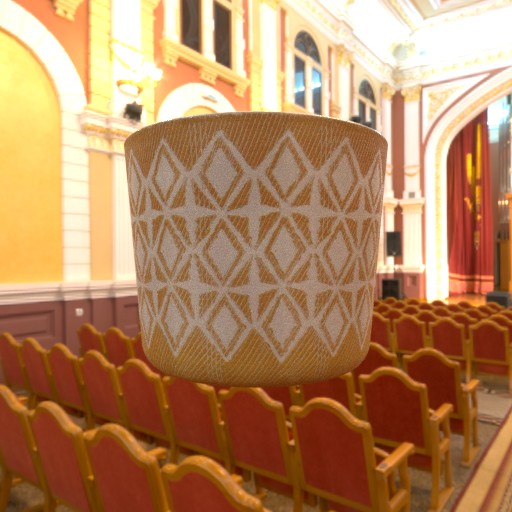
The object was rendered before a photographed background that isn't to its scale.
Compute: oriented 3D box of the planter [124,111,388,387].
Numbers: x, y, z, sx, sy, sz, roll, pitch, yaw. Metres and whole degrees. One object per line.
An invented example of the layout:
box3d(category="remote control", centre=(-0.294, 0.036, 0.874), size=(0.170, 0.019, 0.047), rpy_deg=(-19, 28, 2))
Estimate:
box3d(category="planter", centre=(0.000, 0.000, 0.222), size=(0.126, 0.104, 0.126), rpy_deg=(0, 0, 0))
